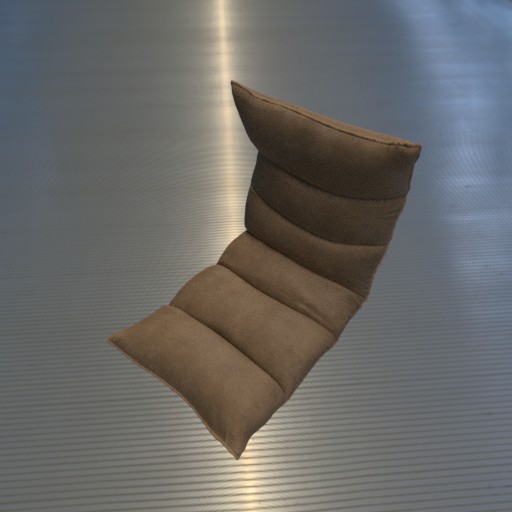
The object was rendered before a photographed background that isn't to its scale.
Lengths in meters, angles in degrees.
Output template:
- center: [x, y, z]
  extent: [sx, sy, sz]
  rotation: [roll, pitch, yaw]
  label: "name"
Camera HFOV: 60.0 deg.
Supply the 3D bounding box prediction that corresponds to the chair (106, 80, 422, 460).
- center: [0.000, 0.000, 1.597]
  extent: [0.714, 0.892, 0.985]
  rotation: [31, 54, 27]
  label: "chair"
